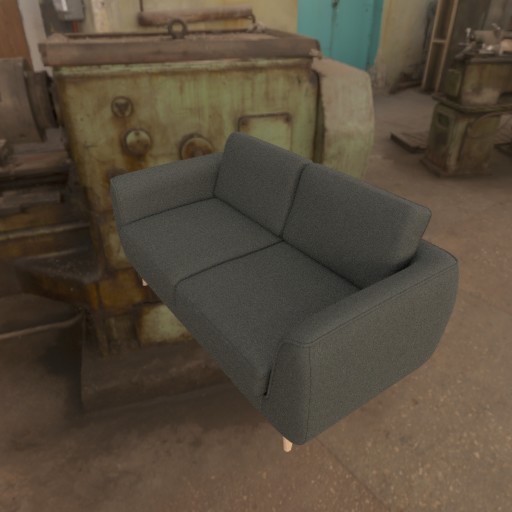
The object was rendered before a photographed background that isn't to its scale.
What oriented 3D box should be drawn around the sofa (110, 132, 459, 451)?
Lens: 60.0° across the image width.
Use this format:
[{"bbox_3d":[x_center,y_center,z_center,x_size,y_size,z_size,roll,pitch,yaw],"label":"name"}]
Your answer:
[{"bbox_3d":[0.000,0.000,2.188,0.920,0.850,1.700,-20,37,-30],"label":"sofa"}]
